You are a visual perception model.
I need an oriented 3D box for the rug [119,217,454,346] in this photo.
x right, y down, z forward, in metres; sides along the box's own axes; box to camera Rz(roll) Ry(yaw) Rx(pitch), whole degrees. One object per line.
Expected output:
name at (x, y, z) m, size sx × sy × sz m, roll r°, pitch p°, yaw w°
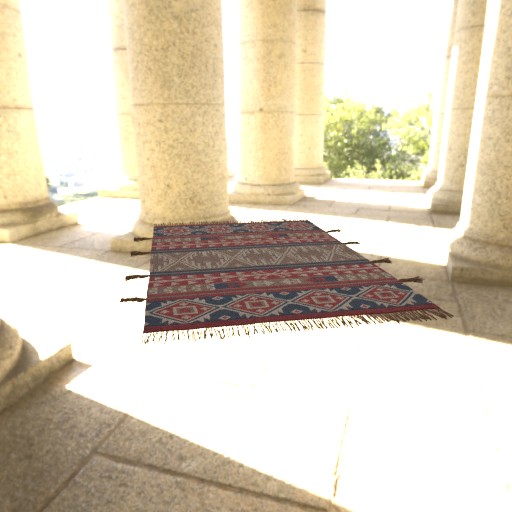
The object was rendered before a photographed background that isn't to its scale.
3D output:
rug at (0.000, 0.000, 3.159) m, size 1.778 × 0.048 × 2.450 m, roll -3°, pitch 17°, yaw -11°
